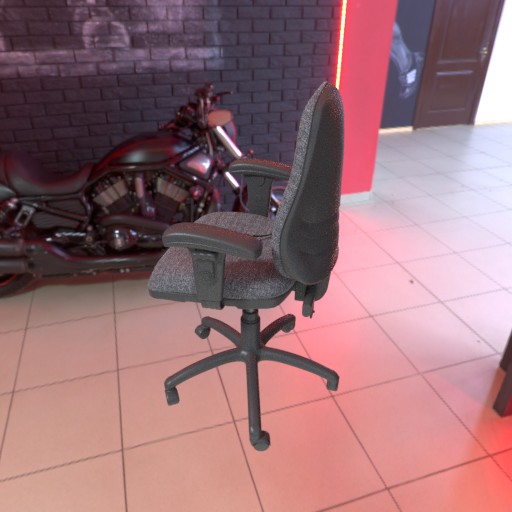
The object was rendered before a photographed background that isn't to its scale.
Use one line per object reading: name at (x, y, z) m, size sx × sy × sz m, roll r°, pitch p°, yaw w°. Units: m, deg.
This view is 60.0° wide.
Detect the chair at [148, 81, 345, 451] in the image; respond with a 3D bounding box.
chair at (0.000, 0.000, 1.220) m, size 0.530 × 0.910 × 0.550 m, roll 8°, pitch 31°, yaw 13°
